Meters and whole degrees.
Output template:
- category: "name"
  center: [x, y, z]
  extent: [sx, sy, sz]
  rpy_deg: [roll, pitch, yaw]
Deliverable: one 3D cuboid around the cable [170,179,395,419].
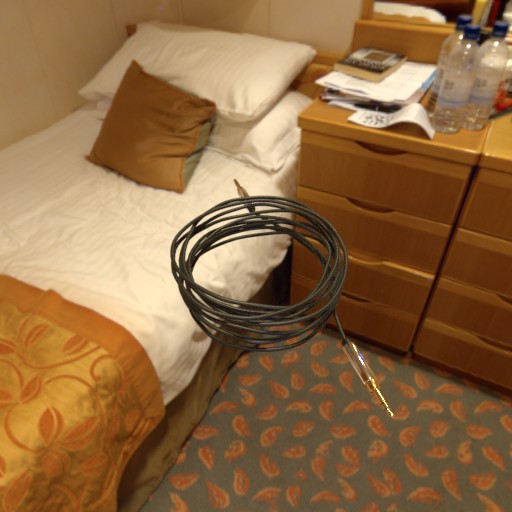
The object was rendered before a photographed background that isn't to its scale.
- category: "cable"
  center: [0.000, 0.000, 0.511]
  extent: [0.198, 0.069, 0.432]
  rpy_deg: [-12, 42, -14]
